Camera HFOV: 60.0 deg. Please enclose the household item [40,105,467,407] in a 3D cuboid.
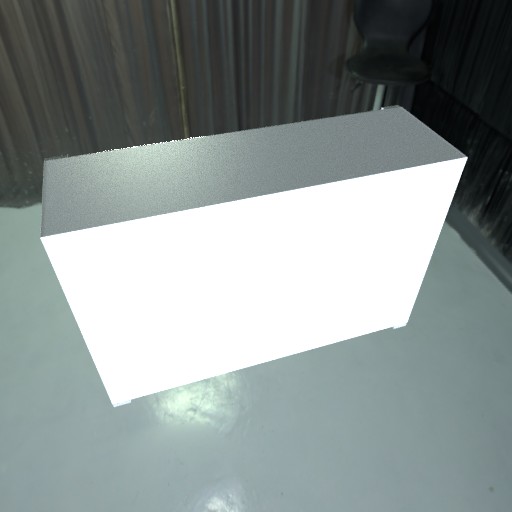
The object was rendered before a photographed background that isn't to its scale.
[{"bbox_3d":[0.000,0.000,1.725,1.300,0.867,0.420,-12,44,-13],"label":"household item"}]
